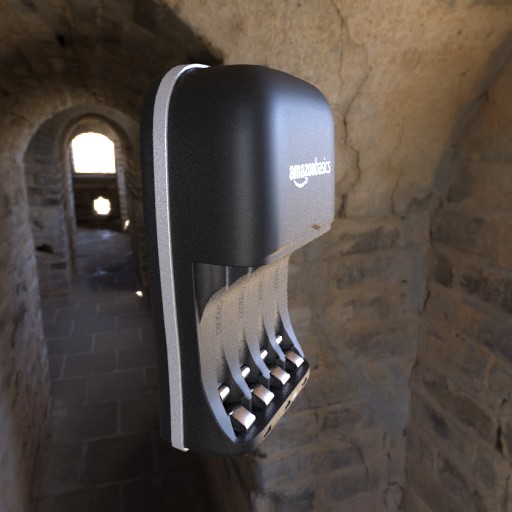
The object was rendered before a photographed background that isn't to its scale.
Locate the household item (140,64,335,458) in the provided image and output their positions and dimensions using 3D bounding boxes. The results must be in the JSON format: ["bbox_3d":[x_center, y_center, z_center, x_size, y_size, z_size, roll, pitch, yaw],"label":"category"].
[{"bbox_3d":[0.000,0.000,0.146,0.038,0.114,0.070,7,16,25],"label":"household item"}]
